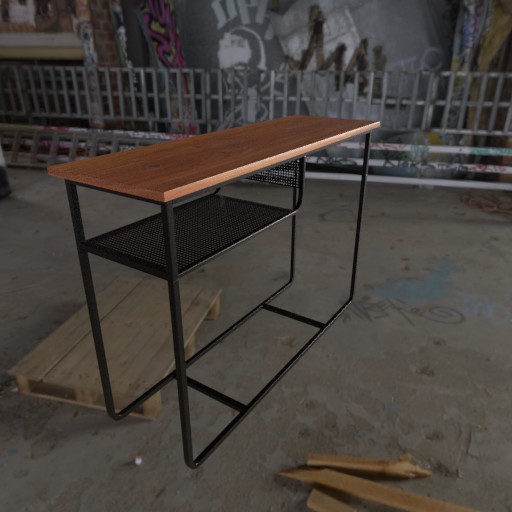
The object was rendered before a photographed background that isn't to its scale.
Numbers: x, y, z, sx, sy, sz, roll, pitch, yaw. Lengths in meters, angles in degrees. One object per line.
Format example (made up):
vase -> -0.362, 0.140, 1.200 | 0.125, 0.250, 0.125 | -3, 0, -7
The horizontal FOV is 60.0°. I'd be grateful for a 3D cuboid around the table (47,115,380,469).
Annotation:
table -> 0.000, 0.000, 1.441 | 0.350, 0.750, 1.100 | 16, 29, 31
